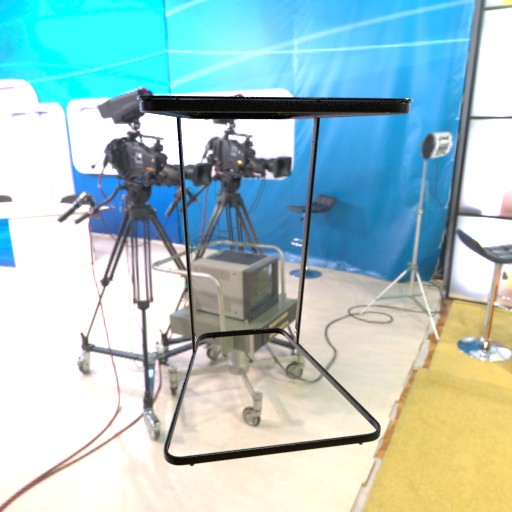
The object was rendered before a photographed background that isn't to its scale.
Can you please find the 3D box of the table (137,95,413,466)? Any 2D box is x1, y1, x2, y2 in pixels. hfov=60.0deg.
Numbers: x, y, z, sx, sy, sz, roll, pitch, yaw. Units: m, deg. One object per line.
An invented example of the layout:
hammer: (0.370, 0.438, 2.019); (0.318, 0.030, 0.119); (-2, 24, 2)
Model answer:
table: (0.000, 0.000, 0.968); (0.427, 0.624, 0.500); (-3, 16, -10)
